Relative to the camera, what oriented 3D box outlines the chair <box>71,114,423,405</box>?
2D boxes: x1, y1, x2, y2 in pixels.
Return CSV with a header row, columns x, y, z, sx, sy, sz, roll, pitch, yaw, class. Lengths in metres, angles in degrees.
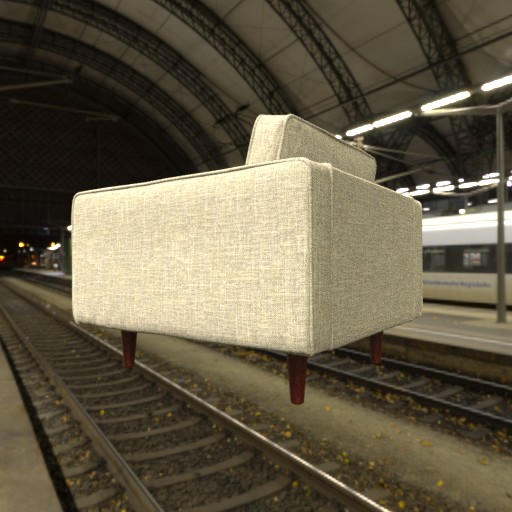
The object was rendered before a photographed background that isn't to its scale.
x,y,z,sx,sy,sz,roll,pitch,yaw,class
0.000,0.000,1.556,0.914,0.765,0.889,0,-1,36,chair
